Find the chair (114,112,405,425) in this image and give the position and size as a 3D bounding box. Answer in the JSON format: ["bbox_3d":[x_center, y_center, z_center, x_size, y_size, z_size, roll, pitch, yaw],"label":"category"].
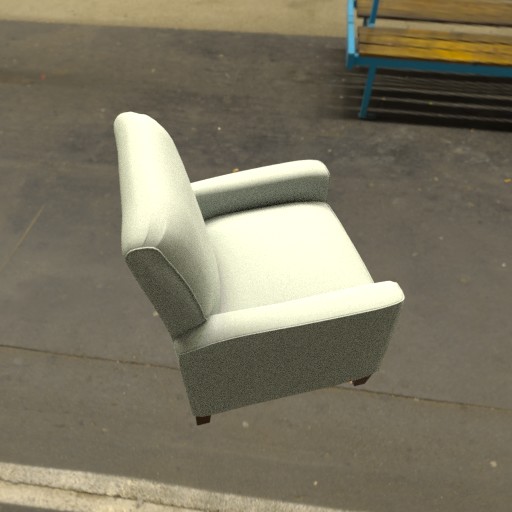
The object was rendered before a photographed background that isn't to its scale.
[{"bbox_3d":[0.000,0.000,1.698,0.846,1.007,0.853,-10,48,-10],"label":"chair"}]
